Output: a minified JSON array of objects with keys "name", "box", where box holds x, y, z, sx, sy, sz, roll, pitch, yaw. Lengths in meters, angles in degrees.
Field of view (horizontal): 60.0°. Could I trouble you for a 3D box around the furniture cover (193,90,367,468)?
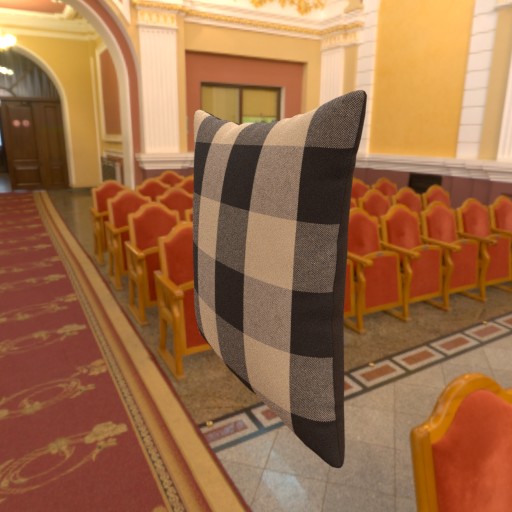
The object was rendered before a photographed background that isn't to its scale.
[{"name":"furniture cover","box":[0.000,0.000,0.777,0.161,0.509,0.511,-8,17,-27]}]
